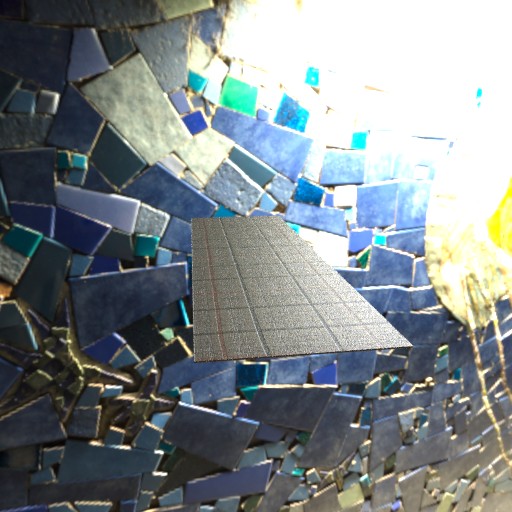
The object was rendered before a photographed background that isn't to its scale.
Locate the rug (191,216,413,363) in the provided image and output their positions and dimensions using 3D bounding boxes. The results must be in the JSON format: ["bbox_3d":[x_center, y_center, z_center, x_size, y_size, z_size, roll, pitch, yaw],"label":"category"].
[{"bbox_3d":[0.000,0.000,2.660,0.762,0.008,2.439,-2,16,-8],"label":"rug"}]
